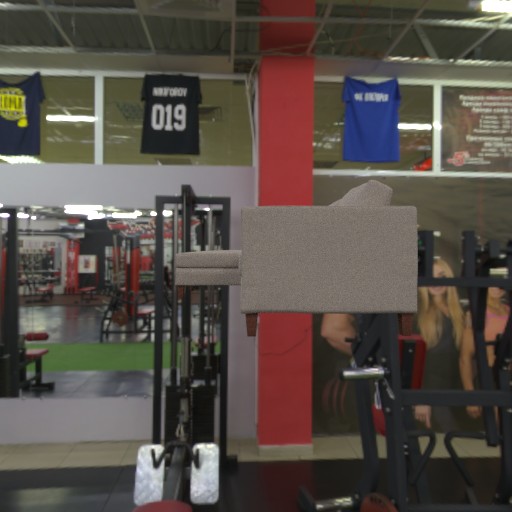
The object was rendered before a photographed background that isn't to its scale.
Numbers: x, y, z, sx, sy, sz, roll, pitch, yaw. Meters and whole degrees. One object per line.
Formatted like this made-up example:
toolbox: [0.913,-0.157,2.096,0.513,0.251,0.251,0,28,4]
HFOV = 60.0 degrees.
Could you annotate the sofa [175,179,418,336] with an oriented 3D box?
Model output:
sofa: [0.000,0.000,3.876,1.625,0.846,3.186,0,0,-1]
